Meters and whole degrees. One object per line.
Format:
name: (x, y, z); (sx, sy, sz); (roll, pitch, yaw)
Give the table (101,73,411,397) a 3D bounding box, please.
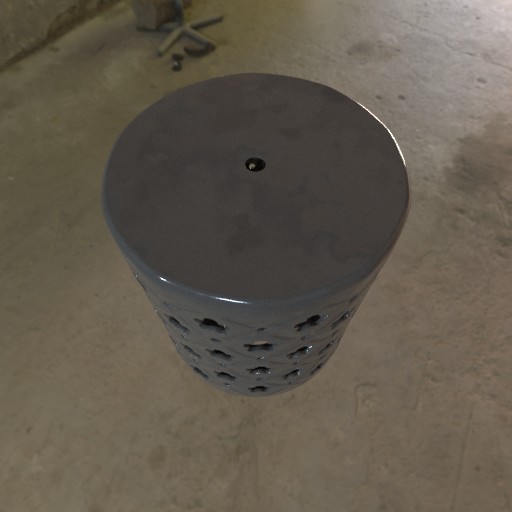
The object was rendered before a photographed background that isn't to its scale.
table: (0.000, 0.000, 0.661); (0.352, 0.387, 0.352); (0, 58, 0)
